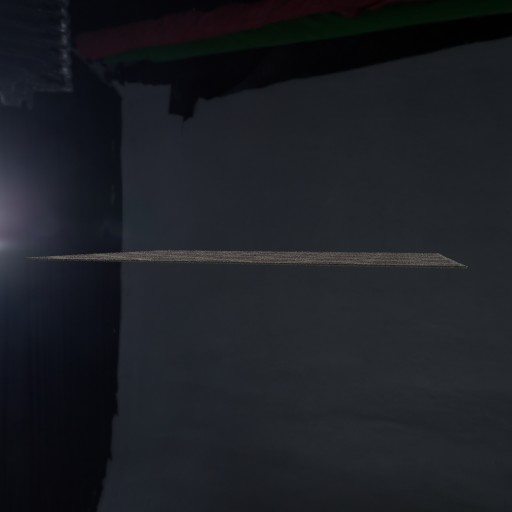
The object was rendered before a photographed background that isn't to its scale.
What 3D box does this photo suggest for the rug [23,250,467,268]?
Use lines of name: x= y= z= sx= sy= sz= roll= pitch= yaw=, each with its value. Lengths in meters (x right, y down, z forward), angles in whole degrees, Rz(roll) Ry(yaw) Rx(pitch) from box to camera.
rug: x=0.000 y=0.000 z=2.852 sx=2.284 sy=0.008 sz=1.522 roll=1 pitch=3 yaw=18
